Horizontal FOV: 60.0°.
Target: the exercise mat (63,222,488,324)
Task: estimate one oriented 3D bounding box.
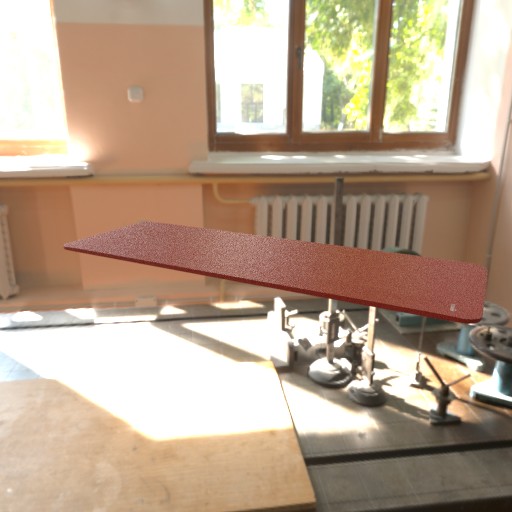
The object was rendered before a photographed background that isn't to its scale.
[{"bbox_3d":[0.000,0.000,2.008,1.869,0.021,0.616,9,19,26],"label":"exercise mat"}]
